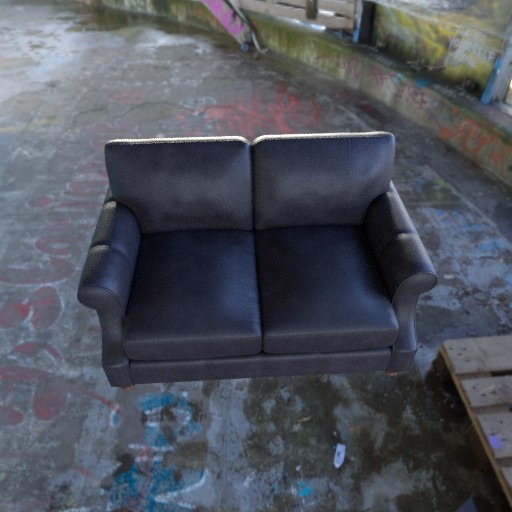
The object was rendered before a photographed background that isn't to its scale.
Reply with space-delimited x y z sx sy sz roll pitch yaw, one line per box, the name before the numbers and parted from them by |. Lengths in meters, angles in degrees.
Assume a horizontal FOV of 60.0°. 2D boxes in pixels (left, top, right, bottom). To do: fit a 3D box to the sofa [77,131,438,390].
sofa | 0.000 0.000 2.351 1.663 0.979 1.030 -2 44 -2
